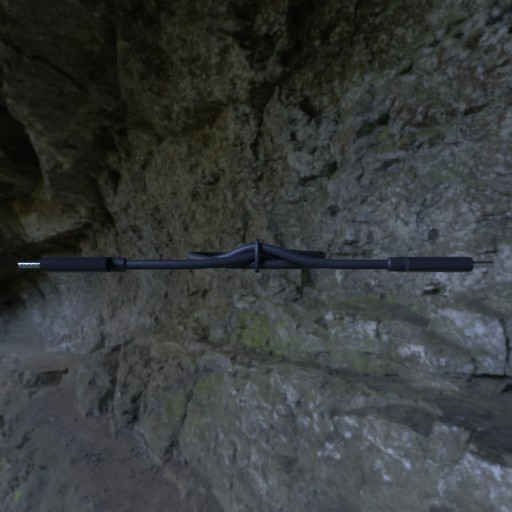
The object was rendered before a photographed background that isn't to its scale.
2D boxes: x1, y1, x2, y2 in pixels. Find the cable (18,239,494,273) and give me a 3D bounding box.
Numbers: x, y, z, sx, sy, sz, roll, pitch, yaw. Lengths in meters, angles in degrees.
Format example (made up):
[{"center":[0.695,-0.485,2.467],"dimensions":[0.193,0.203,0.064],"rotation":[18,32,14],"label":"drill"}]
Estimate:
[{"center":[0.000,0.000,0.206],"dimensions":[0.186,0.014,0.070],"rotation":[0,0,-1],"label":"cable"}]
